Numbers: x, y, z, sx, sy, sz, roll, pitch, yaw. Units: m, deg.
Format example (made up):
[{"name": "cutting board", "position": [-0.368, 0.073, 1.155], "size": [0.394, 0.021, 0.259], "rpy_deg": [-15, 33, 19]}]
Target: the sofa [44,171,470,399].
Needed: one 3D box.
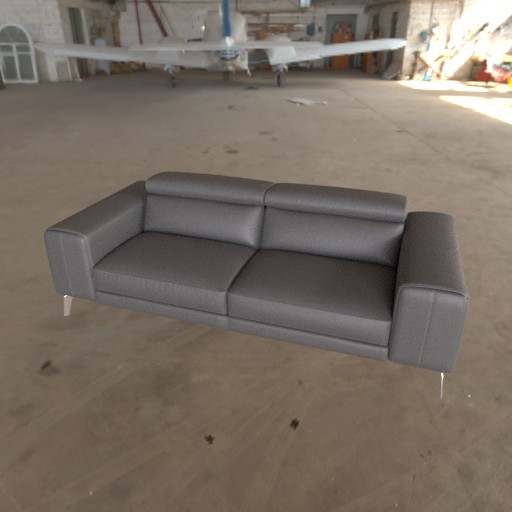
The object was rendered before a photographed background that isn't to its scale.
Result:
[{"name": "sofa", "position": [0.000, 0.000, 2.759], "size": [2.321, 0.759, 1.023], "rpy_deg": [9, 28, 16]}]
